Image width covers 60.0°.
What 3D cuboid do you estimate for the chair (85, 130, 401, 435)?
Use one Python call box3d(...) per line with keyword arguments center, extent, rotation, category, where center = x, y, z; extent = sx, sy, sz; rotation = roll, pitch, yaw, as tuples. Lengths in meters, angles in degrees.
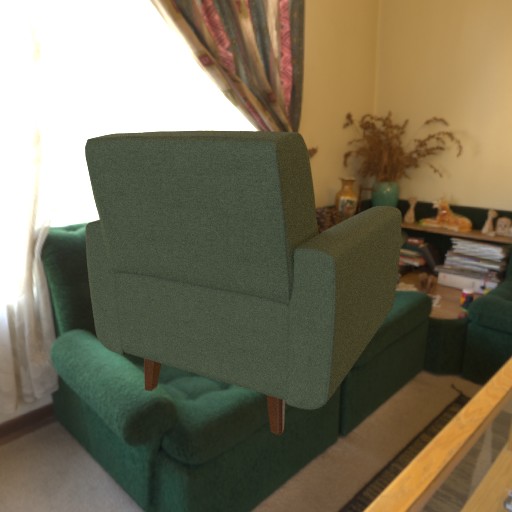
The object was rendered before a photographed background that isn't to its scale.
box3d(center=(0.000, 0.000, 1.551), extent=(0.831, 0.841, 0.909), rotation=(8, 17, 27), category="chair")
